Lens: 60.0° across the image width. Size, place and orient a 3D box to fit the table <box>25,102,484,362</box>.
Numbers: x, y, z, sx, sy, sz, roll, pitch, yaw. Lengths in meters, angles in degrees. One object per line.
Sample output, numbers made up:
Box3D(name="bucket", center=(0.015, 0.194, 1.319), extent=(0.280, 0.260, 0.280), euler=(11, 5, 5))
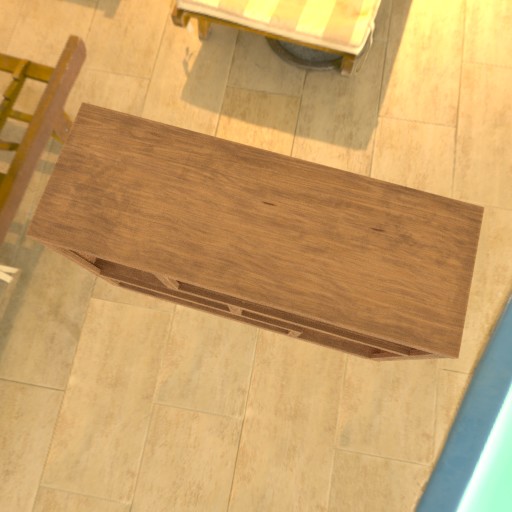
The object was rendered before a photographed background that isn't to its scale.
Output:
Box3D(name="table", center=(0.000, 0.000, 1.546), extent=(1.151, 0.771, 0.410), euler=(16, 77, 4))
